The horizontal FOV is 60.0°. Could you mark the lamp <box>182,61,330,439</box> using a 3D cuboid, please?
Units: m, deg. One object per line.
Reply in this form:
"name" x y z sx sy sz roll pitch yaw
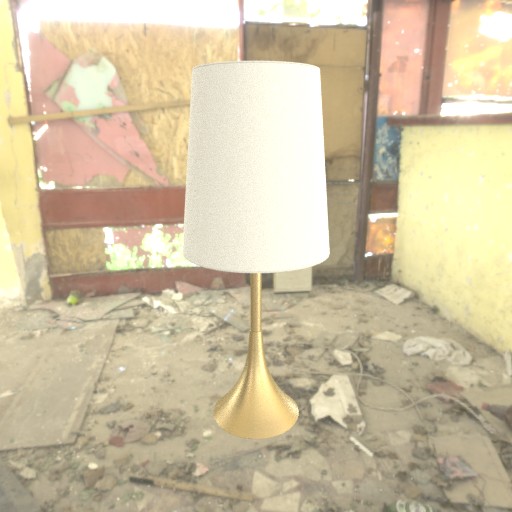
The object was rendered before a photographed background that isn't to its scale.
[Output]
"lamp" 0.000 0.000 0.706 0.231 0.569 0.231 0 16 0
